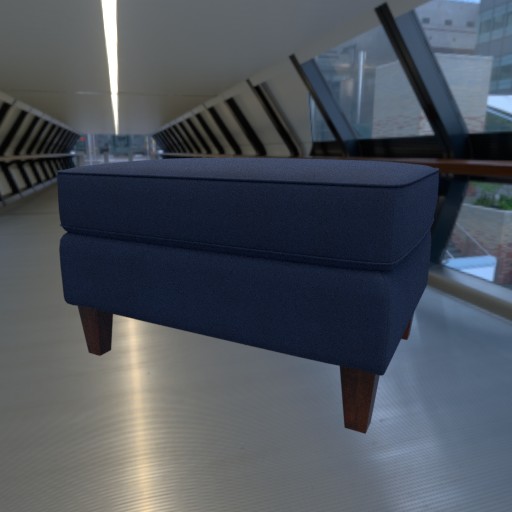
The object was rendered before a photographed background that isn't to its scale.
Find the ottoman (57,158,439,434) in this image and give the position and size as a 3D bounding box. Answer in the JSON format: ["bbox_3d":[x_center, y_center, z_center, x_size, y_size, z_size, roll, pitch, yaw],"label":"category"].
[{"bbox_3d":[0.000,0.000,1.363,0.965,0.584,0.686,7,16,27],"label":"ottoman"}]
